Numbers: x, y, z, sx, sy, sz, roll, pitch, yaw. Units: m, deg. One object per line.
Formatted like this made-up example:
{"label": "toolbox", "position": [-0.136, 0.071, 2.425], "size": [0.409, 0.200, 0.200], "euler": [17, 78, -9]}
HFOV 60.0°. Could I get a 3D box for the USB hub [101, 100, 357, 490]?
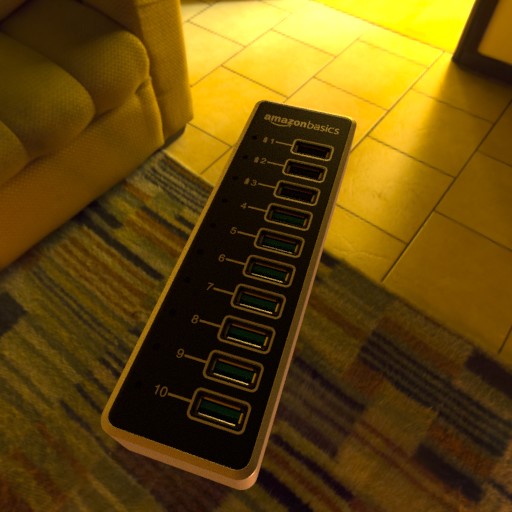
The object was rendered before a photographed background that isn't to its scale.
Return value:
{"label": "USB hub", "position": [0.000, 0.000, 0.161], "size": [0.044, 0.023, 0.145], "euler": [15, 58, 10]}
